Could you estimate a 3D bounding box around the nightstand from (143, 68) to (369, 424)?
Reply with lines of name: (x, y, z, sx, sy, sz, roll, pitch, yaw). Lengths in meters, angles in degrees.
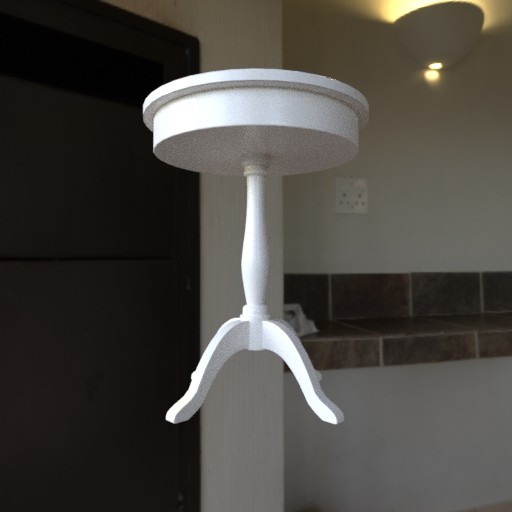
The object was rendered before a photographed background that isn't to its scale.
nightstand: (0.000, 0.000, 1.031, 0.513, 0.653, 0.513, 1, -1, -35)
